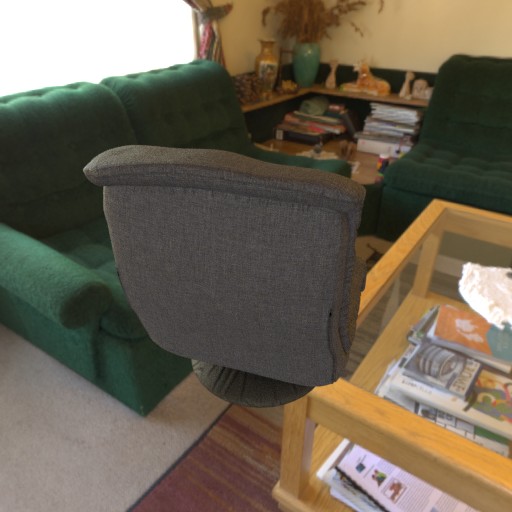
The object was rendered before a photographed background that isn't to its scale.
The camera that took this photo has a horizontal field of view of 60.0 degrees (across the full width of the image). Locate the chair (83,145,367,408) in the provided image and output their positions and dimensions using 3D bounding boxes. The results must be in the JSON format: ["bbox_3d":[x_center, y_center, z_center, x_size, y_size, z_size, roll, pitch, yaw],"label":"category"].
[{"bbox_3d":[0.000,0.000,1.233,0.597,0.749,0.668,9,32,15],"label":"chair"}]
